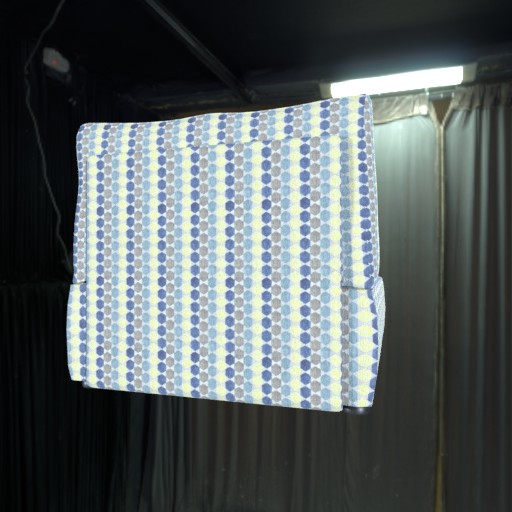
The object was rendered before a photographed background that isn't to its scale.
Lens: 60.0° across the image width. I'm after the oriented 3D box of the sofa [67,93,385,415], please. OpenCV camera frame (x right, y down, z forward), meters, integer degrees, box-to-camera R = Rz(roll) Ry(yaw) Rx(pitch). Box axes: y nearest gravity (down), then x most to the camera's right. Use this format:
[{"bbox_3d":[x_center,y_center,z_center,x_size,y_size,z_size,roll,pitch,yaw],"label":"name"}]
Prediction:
[{"bbox_3d":[0.000,0.000,1.690,0.930,0.830,1.000,0,-1,17],"label":"sofa"}]
